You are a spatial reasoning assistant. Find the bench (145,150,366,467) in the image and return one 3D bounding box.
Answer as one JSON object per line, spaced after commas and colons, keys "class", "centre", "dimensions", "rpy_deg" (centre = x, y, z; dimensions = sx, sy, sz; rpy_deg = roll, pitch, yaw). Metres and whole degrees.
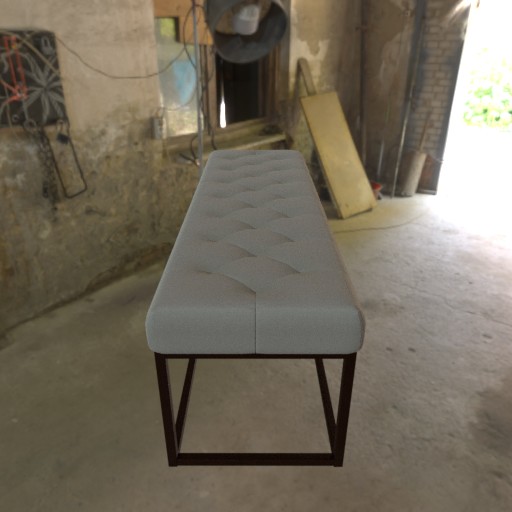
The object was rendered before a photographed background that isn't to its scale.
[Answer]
{"class": "bench", "centre": [0.000, 0.000, 1.687], "dimensions": [0.479, 0.488, 1.488], "rpy_deg": [0, 26, 0]}
